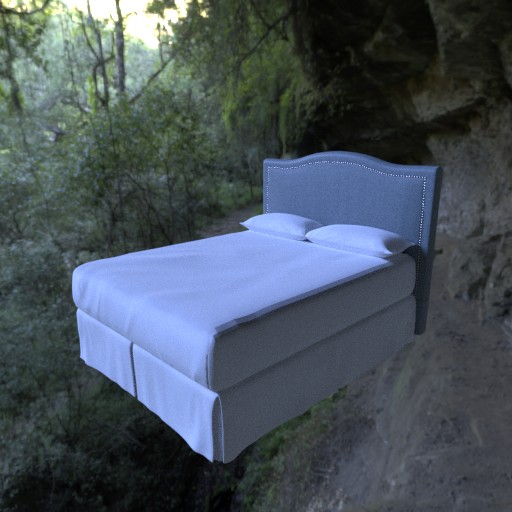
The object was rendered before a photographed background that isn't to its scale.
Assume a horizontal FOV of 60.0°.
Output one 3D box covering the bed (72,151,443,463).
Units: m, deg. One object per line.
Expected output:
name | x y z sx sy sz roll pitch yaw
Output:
bed | 0.000 0.000 3.264 2.143 1.460 1.753 -14 21 -43
